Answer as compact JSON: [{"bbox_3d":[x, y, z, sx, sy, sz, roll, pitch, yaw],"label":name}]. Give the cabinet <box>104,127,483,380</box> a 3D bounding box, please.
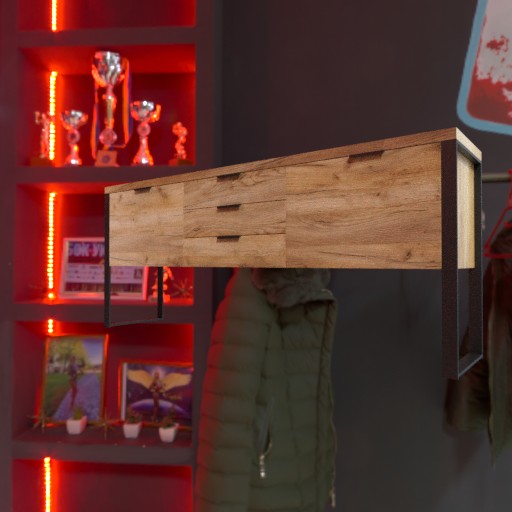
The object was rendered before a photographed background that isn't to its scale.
[{"bbox_3d":[0.000,0.000,2.026,1.800,0.762,0.395,-1,-1,37],"label":"cabinet"}]
